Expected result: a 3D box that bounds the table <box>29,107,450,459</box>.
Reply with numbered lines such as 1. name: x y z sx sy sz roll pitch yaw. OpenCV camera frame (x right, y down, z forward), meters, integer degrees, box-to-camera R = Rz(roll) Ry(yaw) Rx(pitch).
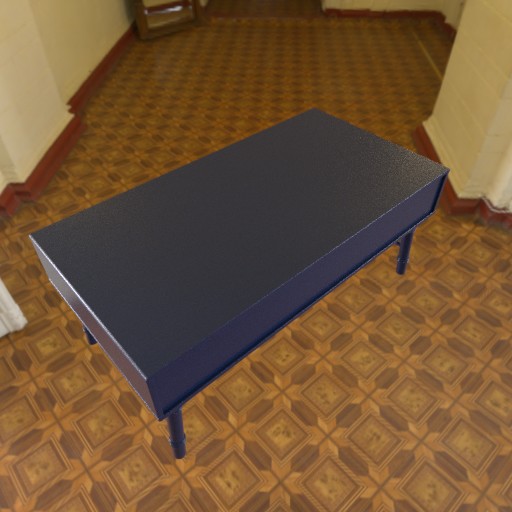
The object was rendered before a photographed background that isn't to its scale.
1. table: 0.000 0.000 1.388 1.067 0.457 0.572 -32 52 -29
